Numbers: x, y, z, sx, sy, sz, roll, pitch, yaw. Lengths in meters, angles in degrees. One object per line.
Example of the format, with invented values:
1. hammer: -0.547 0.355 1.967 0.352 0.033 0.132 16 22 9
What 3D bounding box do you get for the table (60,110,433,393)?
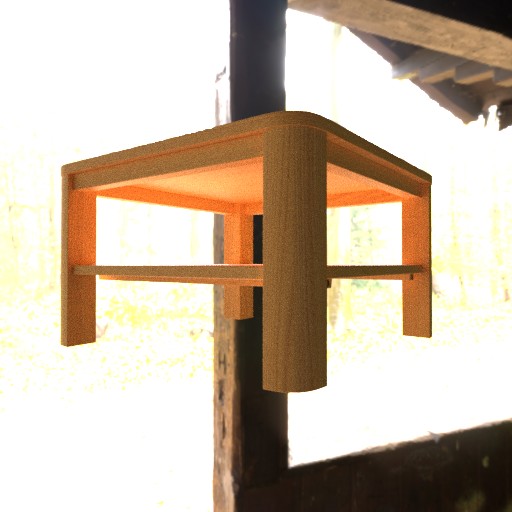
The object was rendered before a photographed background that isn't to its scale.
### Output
1. table: 0.000 0.000 1.202 0.750 0.450 0.750 -1 -1 37
